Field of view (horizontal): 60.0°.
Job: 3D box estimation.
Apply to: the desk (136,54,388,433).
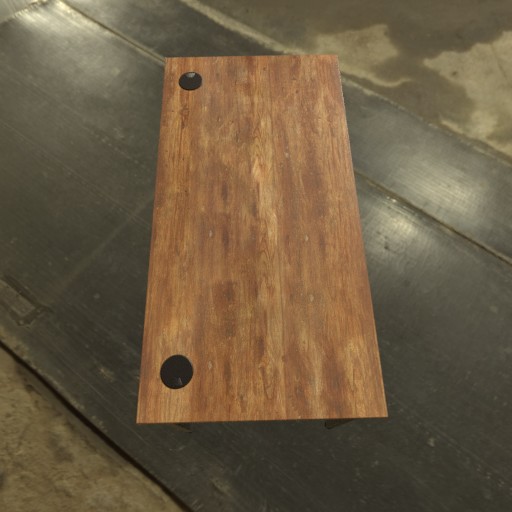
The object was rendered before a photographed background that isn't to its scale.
[{"bbox_3d":[0.000,0.000,1.640,0.600,0.749,1.200,-1,65,-1],"label":"desk"}]
